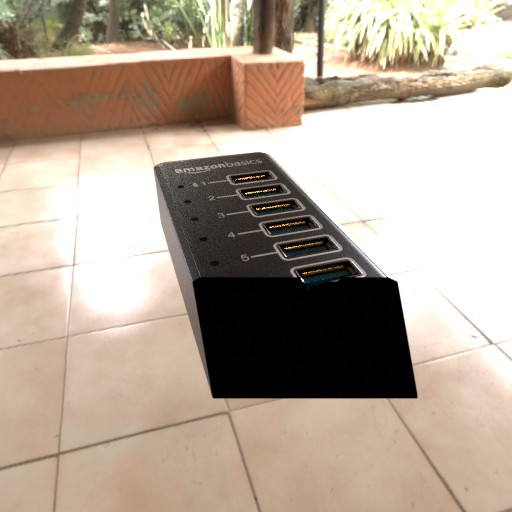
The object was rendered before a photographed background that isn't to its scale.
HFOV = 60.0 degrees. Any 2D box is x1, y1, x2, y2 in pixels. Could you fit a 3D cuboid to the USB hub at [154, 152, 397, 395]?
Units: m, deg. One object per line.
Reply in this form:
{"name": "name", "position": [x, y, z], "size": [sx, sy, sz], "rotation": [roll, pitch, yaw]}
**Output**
{"name": "USB hub", "position": [0.000, 0.000, 0.129], "size": [0.044, 0.023, 0.110], "rotation": [-10, 34, -15]}
